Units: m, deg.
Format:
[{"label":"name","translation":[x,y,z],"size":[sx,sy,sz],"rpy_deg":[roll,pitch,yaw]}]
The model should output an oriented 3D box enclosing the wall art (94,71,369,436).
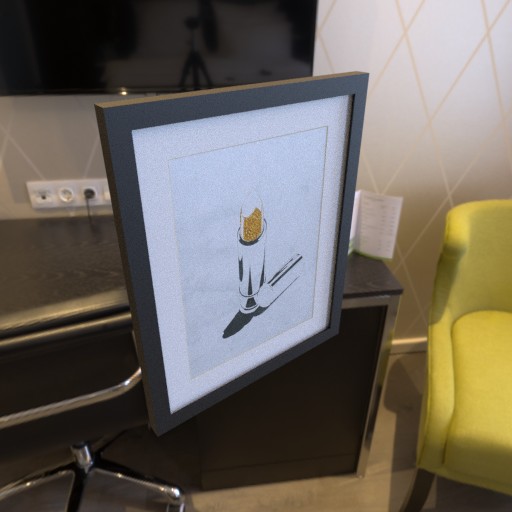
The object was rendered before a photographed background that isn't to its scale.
[{"label":"wall art","translation":[0.000,0.000,0.769],"size":[0.457,0.559,0.029],"rpy_deg":[-21,36,-32]}]
